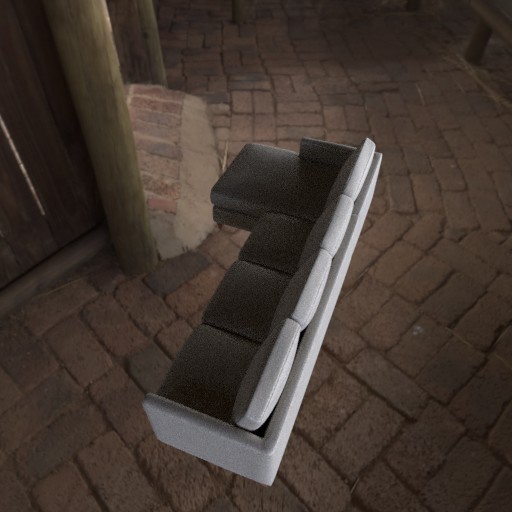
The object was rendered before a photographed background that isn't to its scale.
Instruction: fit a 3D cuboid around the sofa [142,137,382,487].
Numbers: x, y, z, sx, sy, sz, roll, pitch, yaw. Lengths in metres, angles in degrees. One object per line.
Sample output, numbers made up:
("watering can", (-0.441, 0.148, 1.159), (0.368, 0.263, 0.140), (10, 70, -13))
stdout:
("sofa", (0.000, 0.000, 3.802), (1.502, 0.876, 3.201), (16, 49, 15))
